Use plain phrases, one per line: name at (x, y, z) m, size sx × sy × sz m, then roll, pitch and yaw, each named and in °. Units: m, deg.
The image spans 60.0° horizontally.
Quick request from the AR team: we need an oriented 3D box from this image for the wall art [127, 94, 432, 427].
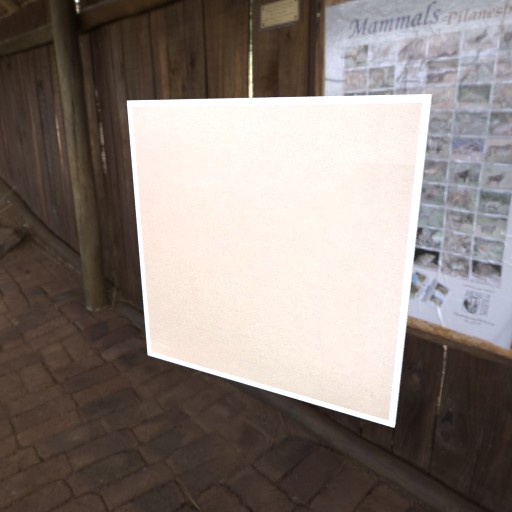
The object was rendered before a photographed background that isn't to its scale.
wall art at (0.000, 0.000, 0.830) m, size 0.557 × 0.557 × 0.012 m, roll 9°, pitch 19°, yaw 26°
